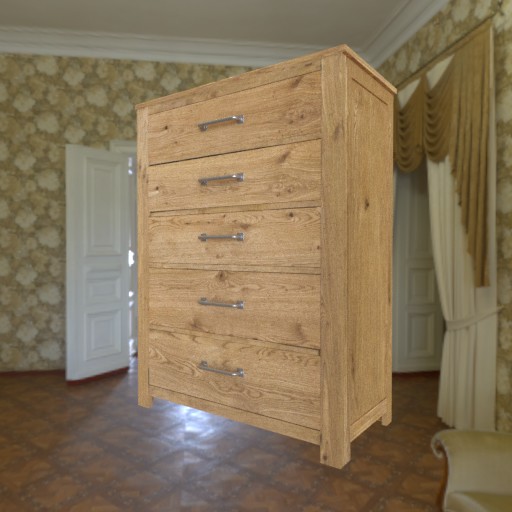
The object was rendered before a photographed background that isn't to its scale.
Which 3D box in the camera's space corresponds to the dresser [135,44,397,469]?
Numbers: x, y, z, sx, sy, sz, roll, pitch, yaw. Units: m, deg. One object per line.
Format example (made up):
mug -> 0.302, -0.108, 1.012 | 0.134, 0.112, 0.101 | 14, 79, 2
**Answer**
dresser -> 0.000, 0.000, 1.991 | 1.081, 1.431, 0.558 | 1, 1, 36
